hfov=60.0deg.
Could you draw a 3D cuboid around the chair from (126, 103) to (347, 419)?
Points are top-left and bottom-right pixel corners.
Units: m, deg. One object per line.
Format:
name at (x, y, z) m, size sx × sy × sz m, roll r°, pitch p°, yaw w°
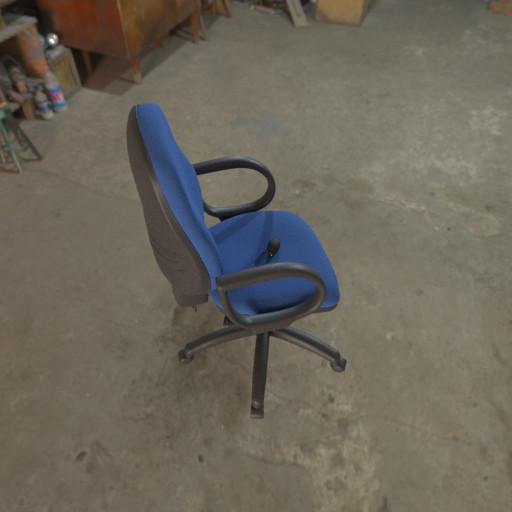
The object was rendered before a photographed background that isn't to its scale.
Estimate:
chair at (0.000, 0.000, 1.239) m, size 0.549 × 0.905 × 0.552 m, roll -11°, pitch 47°, yaw -10°
